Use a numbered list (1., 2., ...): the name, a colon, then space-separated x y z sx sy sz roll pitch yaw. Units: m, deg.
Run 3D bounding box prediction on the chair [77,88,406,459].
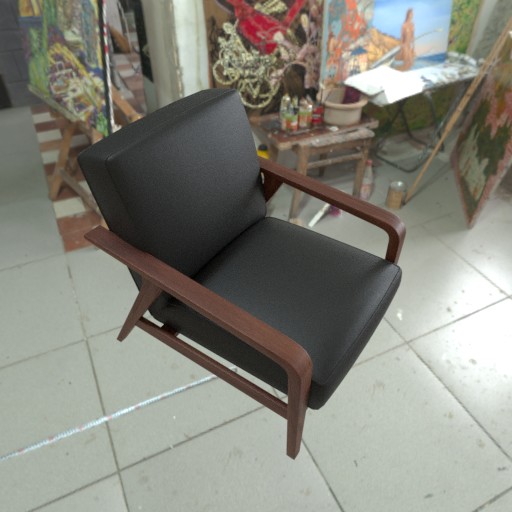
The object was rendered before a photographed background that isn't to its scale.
1. chair: 0.000 0.000 1.510 0.889 0.861 0.719 25 48 25
